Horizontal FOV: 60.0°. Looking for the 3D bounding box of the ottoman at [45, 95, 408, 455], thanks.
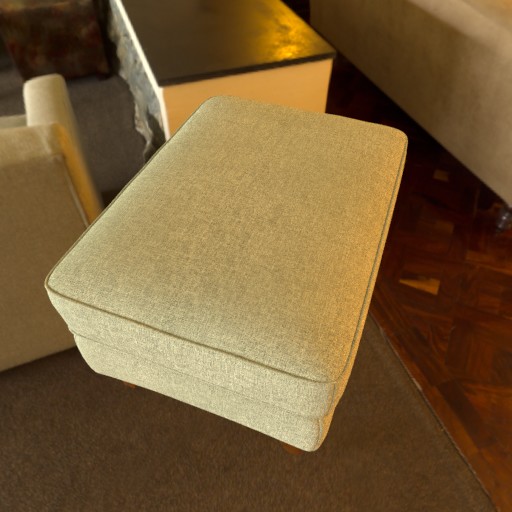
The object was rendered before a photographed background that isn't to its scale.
[{"bbox_3d":[0.000,0.000,1.267,0.661,0.561,0.889,16,50,14],"label":"ottoman"}]
